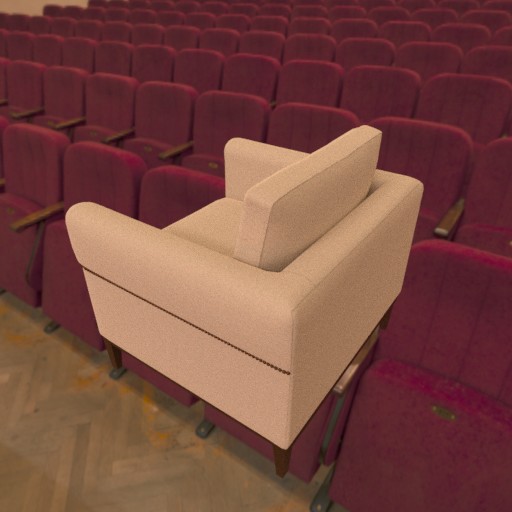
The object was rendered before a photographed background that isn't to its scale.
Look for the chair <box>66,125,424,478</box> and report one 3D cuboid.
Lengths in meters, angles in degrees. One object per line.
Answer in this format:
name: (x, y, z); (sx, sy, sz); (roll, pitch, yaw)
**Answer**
chair: (0.000, 0.000, 1.687); (0.896, 0.915, 0.982); (21, 38, 29)
